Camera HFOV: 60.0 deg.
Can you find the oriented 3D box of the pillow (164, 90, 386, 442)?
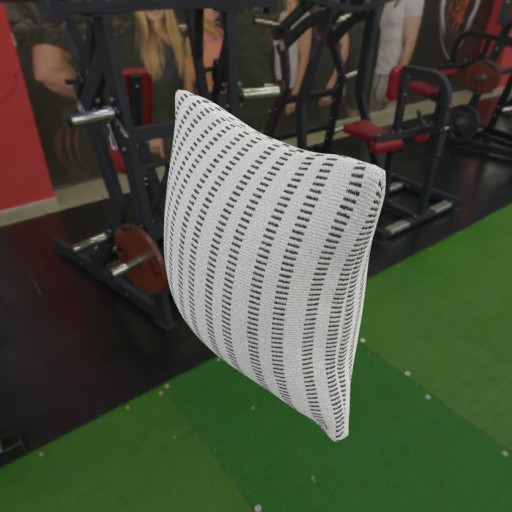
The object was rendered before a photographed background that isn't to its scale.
[{"bbox_3d":[0.000,0.000,0.680,0.247,0.419,0.438,-21,38,-29],"label":"pillow"}]
